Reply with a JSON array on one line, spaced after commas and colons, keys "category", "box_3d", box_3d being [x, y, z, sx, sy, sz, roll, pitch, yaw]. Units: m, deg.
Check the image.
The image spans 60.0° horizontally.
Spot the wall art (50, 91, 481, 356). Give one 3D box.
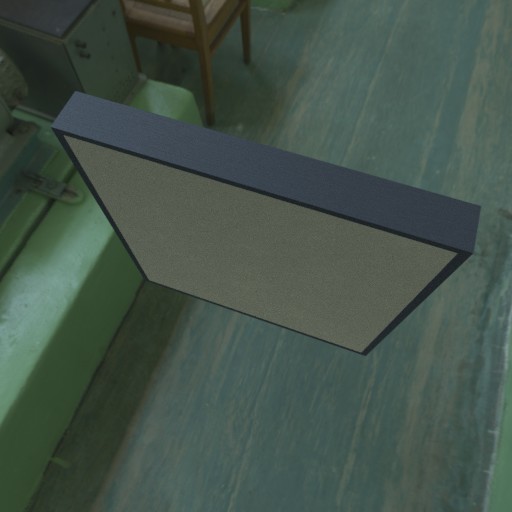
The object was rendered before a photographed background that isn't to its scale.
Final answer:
[{"category": "wall art", "box_3d": [0.000, 0.000, 0.442, 0.302, 0.300, 0.036, 18, 66, 8]}]
